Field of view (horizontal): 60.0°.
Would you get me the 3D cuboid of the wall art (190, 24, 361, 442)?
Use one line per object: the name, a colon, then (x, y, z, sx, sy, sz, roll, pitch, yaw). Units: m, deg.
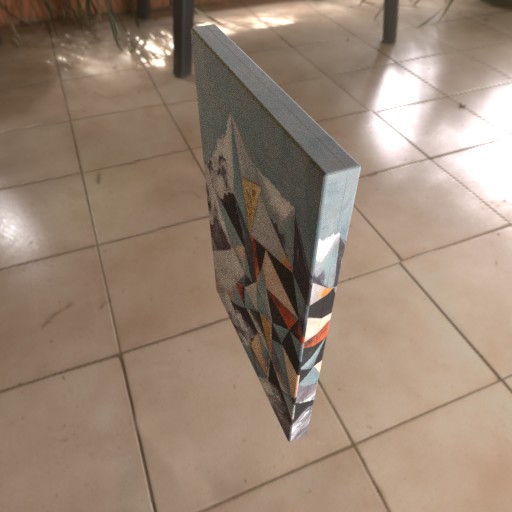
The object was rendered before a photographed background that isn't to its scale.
wall art: (0.000, 0.000, 1.127, 0.061, 0.911, 0.609, -17, 48, -16)
